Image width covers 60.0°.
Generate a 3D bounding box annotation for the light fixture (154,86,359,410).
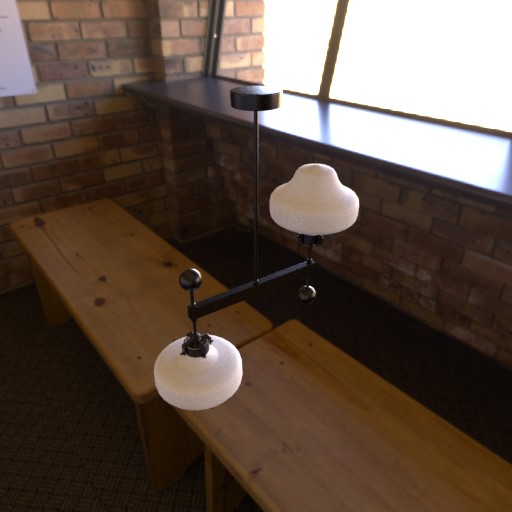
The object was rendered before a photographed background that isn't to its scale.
[{"bbox_3d":[0.000,0.000,1.046,0.422,0.743,0.489,9,31,16],"label":"light fixture"}]
